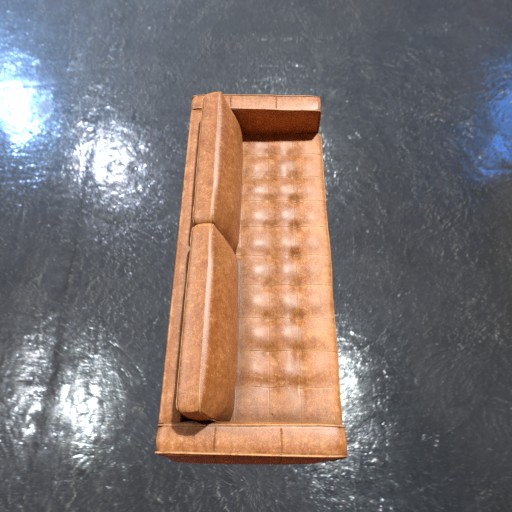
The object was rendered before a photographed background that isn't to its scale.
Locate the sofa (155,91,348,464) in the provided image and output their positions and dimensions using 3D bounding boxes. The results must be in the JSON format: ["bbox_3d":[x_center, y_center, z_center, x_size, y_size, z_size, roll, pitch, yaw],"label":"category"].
[{"bbox_3d":[0.000,0.000,2.593,0.886,0.779,2.199,1,63,0],"label":"sofa"}]
